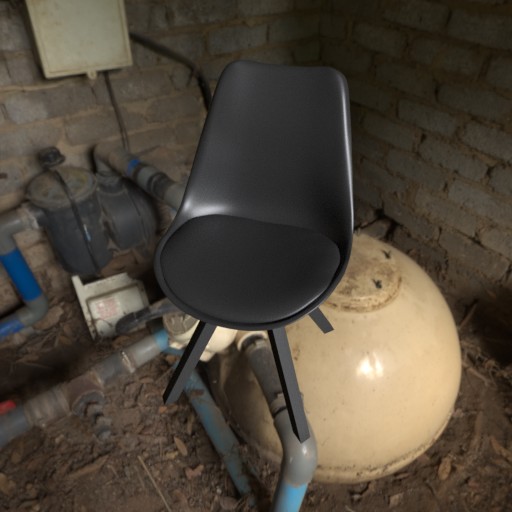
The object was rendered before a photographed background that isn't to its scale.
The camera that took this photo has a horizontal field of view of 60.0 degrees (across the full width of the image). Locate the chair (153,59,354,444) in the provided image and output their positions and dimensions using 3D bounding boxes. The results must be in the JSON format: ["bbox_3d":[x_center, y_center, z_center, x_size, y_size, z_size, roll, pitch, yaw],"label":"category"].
[{"bbox_3d":[0.000,0.000,1.182,0.485,0.850,0.530,11,40,13],"label":"chair"}]
